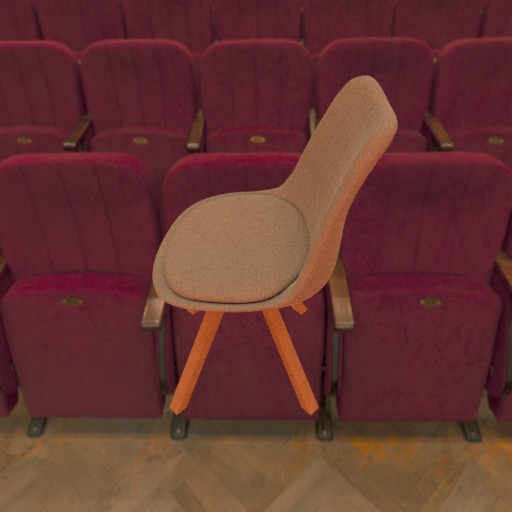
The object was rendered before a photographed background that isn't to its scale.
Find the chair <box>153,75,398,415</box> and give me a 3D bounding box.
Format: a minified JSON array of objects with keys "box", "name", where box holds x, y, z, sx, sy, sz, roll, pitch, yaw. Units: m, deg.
[{"box":[0.000,0.000,1.185,0.549,0.863,0.474,1,41,1],"name":"chair"}]
